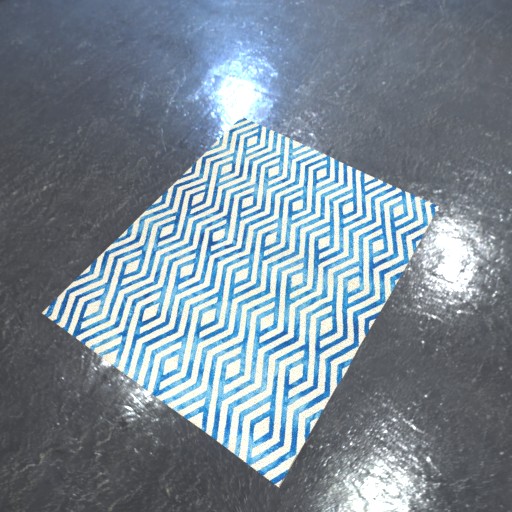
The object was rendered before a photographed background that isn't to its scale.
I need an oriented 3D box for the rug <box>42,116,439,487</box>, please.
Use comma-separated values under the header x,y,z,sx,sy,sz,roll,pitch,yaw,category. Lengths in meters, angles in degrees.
x,y,z,sx,sy,sz,roll,pitch,yaw,category
0.000,0.000,4.185,2.453,0.008,3.059,29,62,17,rug
